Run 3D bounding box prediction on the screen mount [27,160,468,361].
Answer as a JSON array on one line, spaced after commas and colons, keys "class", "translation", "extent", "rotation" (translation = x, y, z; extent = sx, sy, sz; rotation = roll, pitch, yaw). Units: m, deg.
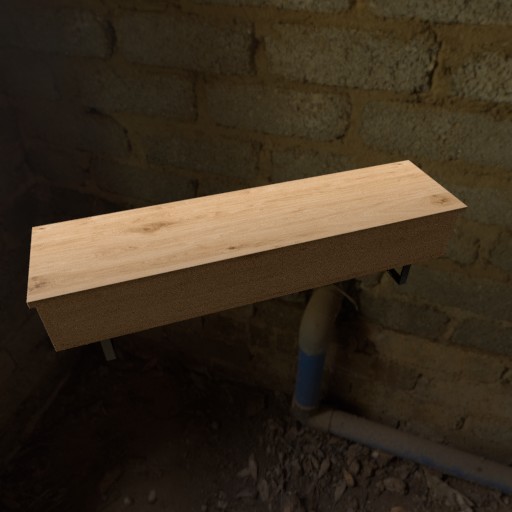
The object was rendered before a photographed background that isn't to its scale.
[{"class": "screen mount", "translation": [0.000, 0.000, 1.926], "extent": [1.700, 0.430, 0.450], "rotation": [-12, 42, -14]}]
